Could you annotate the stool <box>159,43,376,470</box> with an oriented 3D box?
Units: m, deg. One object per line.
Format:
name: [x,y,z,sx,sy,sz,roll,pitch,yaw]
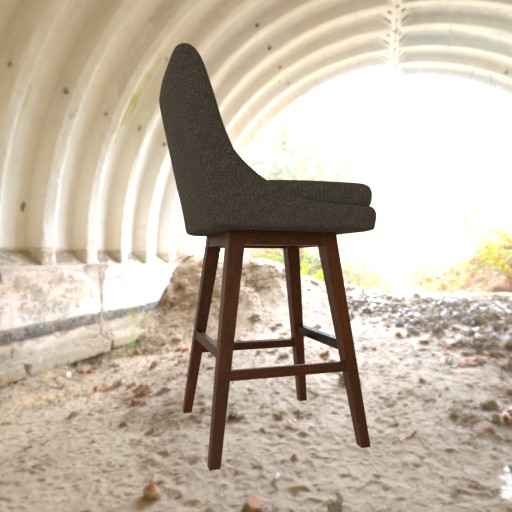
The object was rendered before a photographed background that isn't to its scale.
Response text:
stool: [0.000,0.000,1.373,0.572,1.068,0.489,0,0,-18]
